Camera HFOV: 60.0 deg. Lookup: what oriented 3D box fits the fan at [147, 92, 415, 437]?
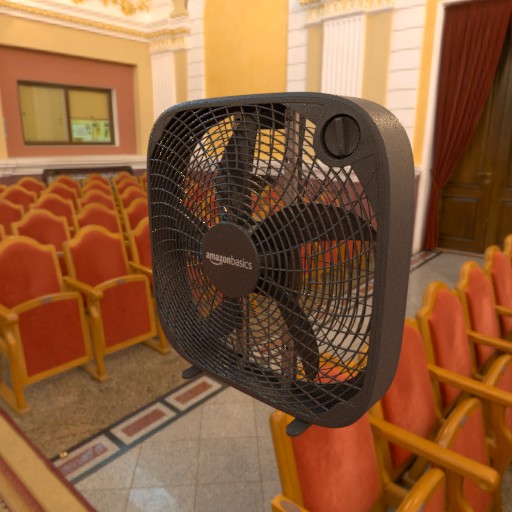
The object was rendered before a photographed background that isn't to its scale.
[{"bbox_3d":[0.000,0.000,0.787,0.526,0.533,0.142,13,20,40],"label":"fan"}]
